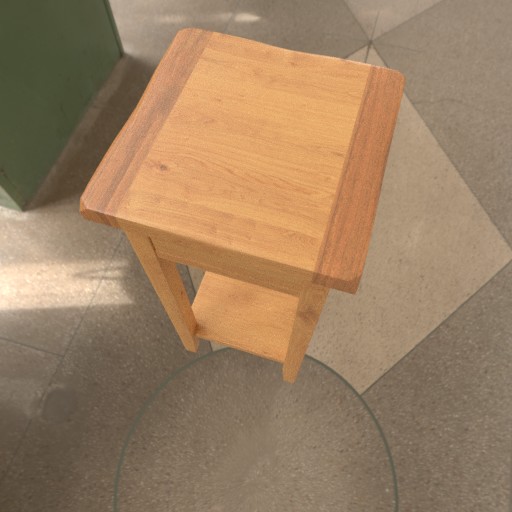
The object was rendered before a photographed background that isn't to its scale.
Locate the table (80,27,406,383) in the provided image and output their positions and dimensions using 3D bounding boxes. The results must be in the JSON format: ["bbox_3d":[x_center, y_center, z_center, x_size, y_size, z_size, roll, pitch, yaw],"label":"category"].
[{"bbox_3d":[0.000,0.000,0.934,0.360,0.740,0.360,15,64,8],"label":"table"}]
